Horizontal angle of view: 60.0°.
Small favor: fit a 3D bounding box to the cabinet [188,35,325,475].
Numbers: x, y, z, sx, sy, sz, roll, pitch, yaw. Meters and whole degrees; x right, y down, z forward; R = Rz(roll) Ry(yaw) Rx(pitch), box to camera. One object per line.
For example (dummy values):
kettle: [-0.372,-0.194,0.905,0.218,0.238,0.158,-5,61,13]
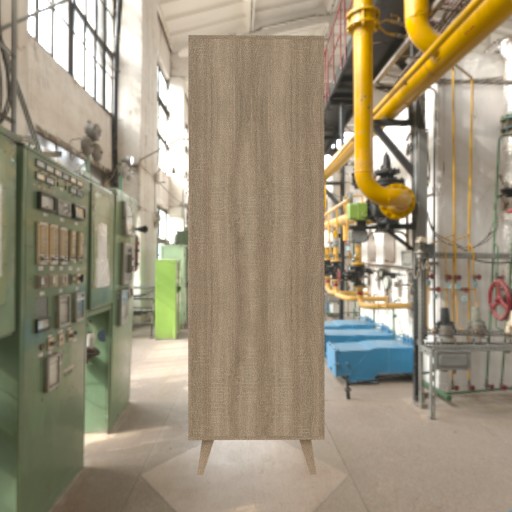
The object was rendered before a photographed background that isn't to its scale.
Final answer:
cabinet: [0.000,0.000,2.055,0.570,1.850,0.400,0,0,0]
